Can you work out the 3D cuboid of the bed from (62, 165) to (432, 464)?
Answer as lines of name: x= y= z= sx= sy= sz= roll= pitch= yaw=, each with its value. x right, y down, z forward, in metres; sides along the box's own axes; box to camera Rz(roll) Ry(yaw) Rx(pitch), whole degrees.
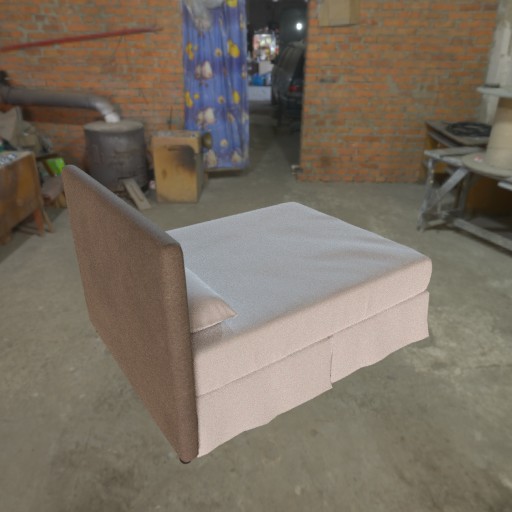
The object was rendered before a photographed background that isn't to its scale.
bed: x=0.000 y=0.000 z=3.224 sx=2.142 sy=1.330 sz=1.723 roll=-17 pitch=30 yaw=-31
